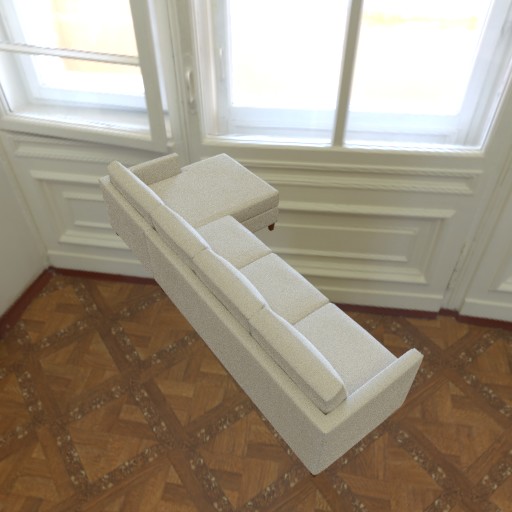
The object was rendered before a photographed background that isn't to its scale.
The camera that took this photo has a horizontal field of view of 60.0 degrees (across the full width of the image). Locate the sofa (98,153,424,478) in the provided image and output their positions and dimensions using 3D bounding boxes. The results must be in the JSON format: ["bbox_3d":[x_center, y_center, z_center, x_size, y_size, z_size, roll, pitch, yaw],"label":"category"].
[{"bbox_3d":[0.000,0.000,4.135,1.599,0.954,3.471,-27,49,-26],"label":"sofa"}]
